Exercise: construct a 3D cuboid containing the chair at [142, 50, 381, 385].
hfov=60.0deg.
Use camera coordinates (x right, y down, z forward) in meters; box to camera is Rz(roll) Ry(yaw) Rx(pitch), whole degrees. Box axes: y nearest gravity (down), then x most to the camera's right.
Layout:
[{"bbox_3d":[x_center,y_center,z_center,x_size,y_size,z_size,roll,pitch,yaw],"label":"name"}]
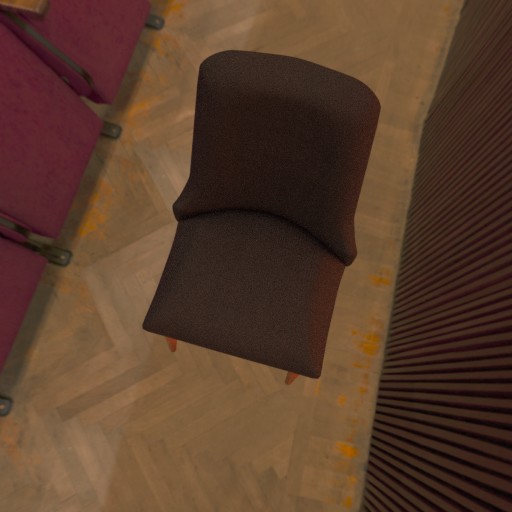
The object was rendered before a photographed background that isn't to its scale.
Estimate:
[{"bbox_3d":[0.000,0.000,1.148,0.504,0.820,0.567,15,75,4],"label":"chair"}]
